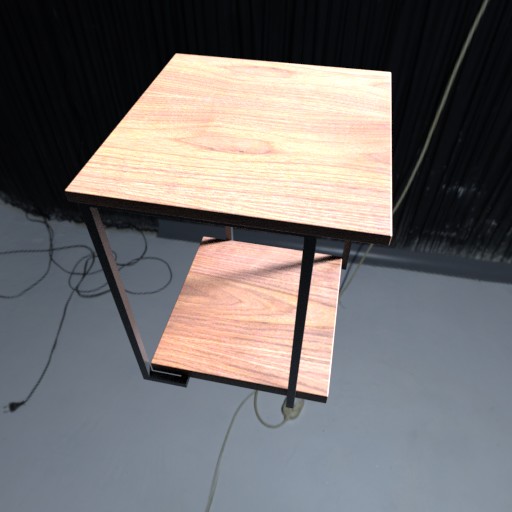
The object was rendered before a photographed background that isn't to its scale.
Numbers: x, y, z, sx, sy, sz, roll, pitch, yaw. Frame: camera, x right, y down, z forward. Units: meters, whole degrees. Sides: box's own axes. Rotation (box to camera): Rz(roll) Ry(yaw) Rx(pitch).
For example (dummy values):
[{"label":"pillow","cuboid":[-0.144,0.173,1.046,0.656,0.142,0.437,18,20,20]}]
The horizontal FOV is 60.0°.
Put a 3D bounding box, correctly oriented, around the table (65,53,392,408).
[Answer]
[{"label":"table","cuboid":[0.000,0.000,0.846,0.384,0.567,0.411,9,47,8]}]
